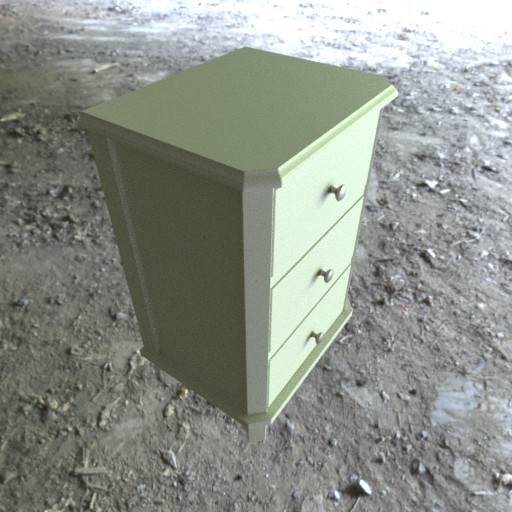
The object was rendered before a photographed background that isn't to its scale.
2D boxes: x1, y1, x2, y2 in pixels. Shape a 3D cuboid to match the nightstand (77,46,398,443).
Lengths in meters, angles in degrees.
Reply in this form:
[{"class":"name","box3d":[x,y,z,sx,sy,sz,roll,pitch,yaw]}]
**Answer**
[{"class":"nightstand","box3d":[0.000,0.000,0.934,0.351,0.681,0.435,25,47,26]}]
